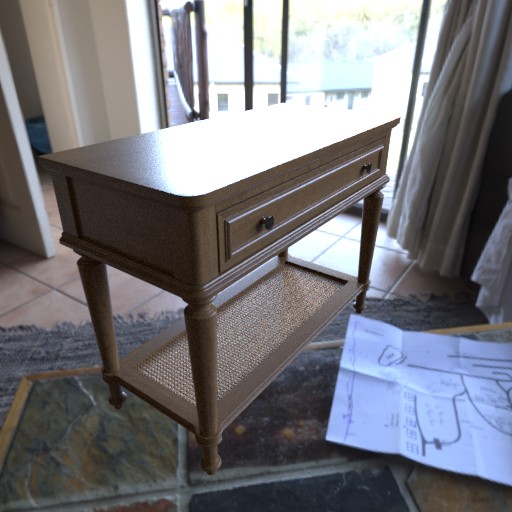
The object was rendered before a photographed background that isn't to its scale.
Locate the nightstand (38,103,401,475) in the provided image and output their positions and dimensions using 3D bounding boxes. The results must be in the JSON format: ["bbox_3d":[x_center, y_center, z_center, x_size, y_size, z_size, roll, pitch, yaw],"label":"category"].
[{"bbox_3d":[0.000,0.000,1.275,0.432,0.700,0.914,19,32,32],"label":"nightstand"}]
